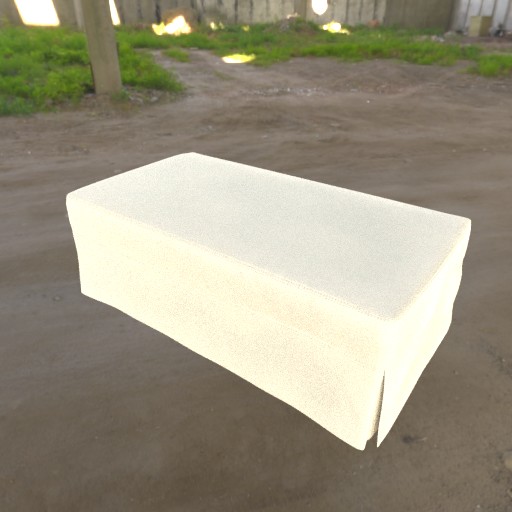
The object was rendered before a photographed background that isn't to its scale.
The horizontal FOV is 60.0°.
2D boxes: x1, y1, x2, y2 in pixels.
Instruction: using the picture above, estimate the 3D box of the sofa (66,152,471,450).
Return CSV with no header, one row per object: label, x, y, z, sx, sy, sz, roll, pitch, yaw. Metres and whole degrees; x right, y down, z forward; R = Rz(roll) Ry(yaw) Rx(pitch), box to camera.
sofa,0.000,0.000,2.081,1.677,0.552,0.939,20,35,31
